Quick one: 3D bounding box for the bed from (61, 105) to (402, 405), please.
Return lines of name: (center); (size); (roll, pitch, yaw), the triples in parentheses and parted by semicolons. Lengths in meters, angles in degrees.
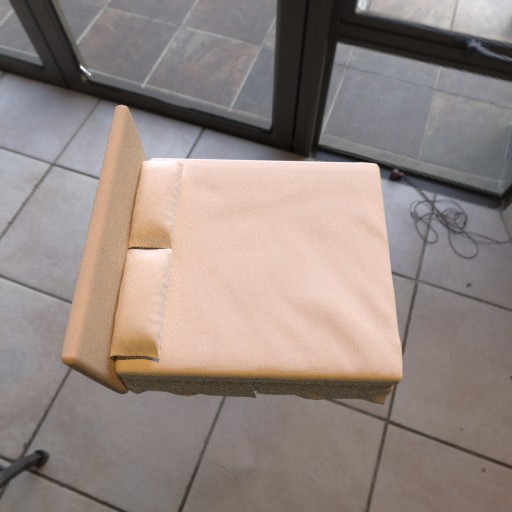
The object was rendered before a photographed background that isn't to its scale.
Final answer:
bed: (0.000, 0.000, 3.639); (2.319, 1.317, 2.119); (1, 64, 1)
